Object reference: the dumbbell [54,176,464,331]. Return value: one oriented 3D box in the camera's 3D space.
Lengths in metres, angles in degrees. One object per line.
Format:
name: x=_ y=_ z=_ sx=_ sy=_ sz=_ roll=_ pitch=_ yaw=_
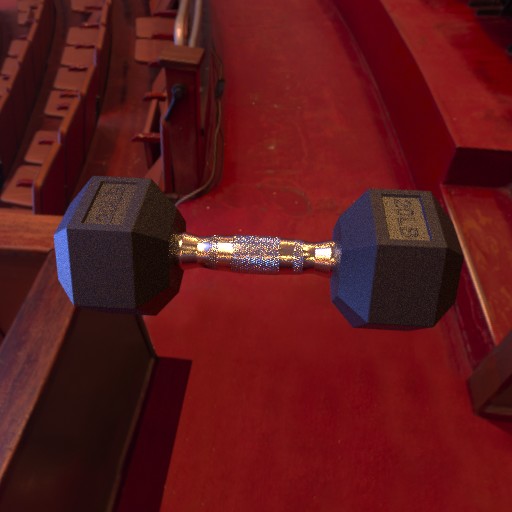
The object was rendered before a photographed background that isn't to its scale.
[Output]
dumbbell: x=0.000 y=0.000 z=0.324 sx=0.272 sy=0.092 sz=0.106 roll=3 pitch=48 yaw=3
